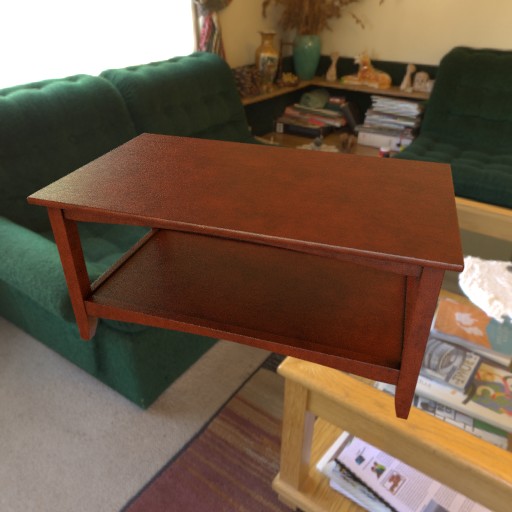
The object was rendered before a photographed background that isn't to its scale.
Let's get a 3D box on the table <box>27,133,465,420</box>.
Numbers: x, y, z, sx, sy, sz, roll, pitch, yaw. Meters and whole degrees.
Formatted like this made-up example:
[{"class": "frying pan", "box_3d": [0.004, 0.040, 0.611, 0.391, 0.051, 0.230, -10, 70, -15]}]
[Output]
[{"class": "table", "box_3d": [0.000, 0.000, 1.235, 0.943, 0.456, 0.533, 10, 33, 15]}]
